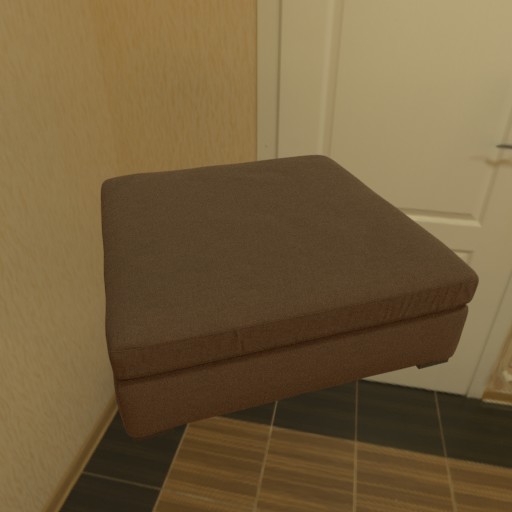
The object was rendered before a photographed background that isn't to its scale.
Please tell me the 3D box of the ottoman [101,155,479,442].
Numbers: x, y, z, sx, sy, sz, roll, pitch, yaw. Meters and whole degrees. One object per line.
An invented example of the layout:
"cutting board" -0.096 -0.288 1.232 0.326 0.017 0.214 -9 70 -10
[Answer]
"ottoman" 0.000 0.000 1.821 1.181 0.470 1.181 -9 33 -15
